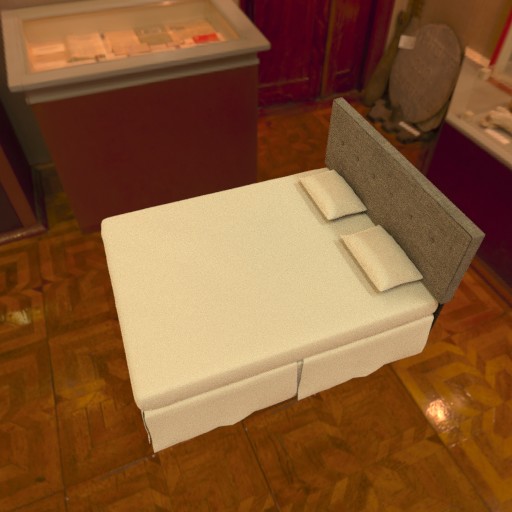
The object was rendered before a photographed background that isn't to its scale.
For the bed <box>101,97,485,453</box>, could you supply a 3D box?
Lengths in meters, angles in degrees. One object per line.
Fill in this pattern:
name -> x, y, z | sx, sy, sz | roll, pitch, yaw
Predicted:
bed -> 0.000, 0.000, 2.998 | 1.958, 1.168, 1.621 | -15, 49, -14
